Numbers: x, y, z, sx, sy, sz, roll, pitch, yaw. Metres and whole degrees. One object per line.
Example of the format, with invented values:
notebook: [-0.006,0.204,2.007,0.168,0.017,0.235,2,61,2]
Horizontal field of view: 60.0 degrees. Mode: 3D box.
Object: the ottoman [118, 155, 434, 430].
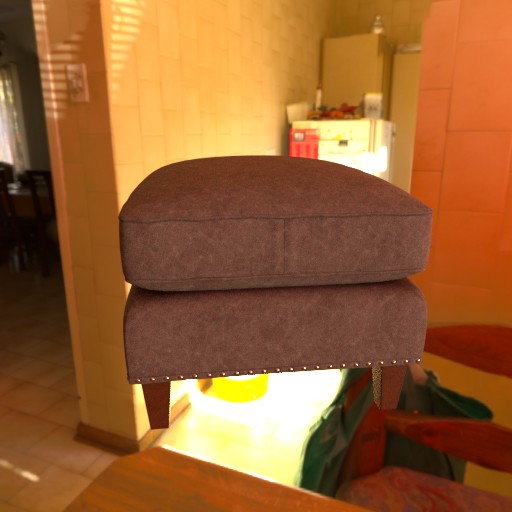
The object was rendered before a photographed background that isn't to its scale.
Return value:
ottoman: [0.000,0.000,1.163,0.584,0.513,0.741,-2,16,-8]
